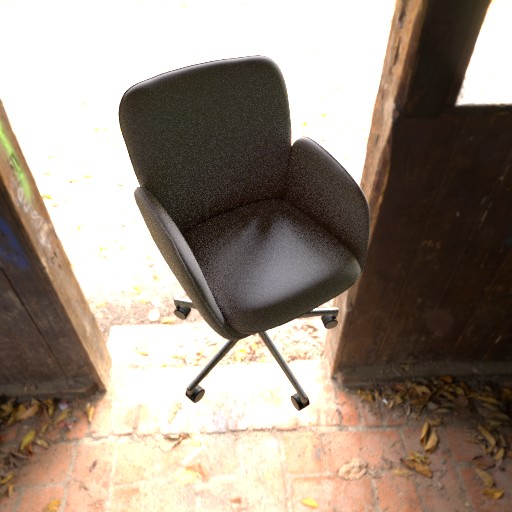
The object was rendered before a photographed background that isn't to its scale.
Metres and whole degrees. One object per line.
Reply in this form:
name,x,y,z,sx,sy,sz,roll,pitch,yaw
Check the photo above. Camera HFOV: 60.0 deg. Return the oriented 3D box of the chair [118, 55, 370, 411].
chair,0.000,0.000,1.353,0.648,0.959,0.633,-24,50,-21
